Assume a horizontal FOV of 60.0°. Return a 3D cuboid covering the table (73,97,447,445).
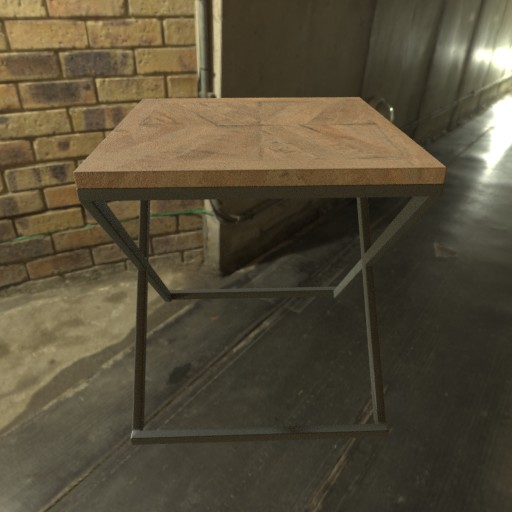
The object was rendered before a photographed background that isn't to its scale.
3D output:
[{"bbox_3d":[0.000,0.000,0.937,0.499,0.550,0.498,-1,30,-2],"label":"table"}]
